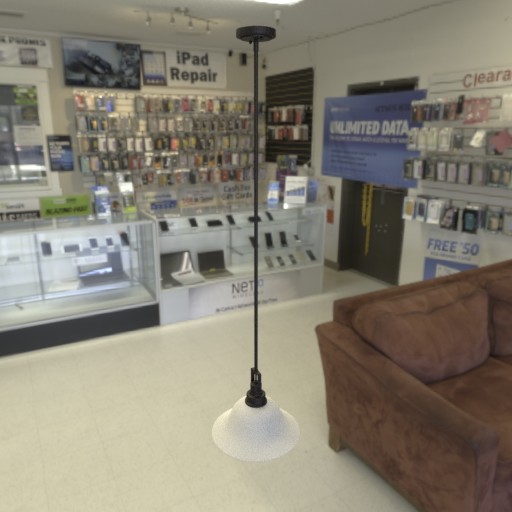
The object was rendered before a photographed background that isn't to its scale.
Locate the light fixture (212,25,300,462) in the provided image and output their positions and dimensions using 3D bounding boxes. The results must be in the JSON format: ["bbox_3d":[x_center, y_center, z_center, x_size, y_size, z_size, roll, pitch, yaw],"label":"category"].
[{"bbox_3d":[0.000,0.000,1.446,0.324,1.337,0.324,-8,18,-26],"label":"light fixture"}]
